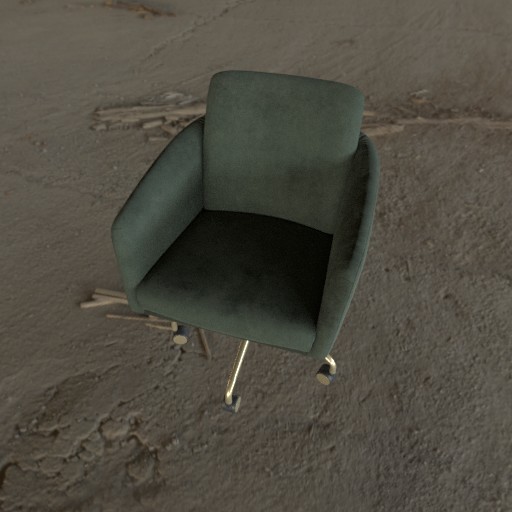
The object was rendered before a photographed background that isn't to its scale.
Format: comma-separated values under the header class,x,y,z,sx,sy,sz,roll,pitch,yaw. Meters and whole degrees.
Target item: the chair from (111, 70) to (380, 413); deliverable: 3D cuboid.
class,x,y,z,sx,sy,sz,roll,pitch,yaw
chair,0.000,0.000,1.363,0.641,0.908,0.635,12,43,13
